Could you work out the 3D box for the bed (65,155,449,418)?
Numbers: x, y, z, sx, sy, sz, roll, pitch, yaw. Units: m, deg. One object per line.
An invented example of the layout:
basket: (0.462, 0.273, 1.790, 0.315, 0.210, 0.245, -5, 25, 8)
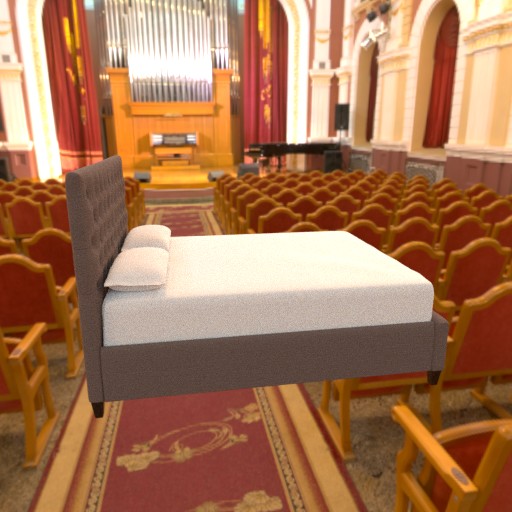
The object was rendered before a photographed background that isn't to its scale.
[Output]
bed: (0.000, 0.000, 3.350, 2.233, 1.426, 1.696, -3, 16, -9)
